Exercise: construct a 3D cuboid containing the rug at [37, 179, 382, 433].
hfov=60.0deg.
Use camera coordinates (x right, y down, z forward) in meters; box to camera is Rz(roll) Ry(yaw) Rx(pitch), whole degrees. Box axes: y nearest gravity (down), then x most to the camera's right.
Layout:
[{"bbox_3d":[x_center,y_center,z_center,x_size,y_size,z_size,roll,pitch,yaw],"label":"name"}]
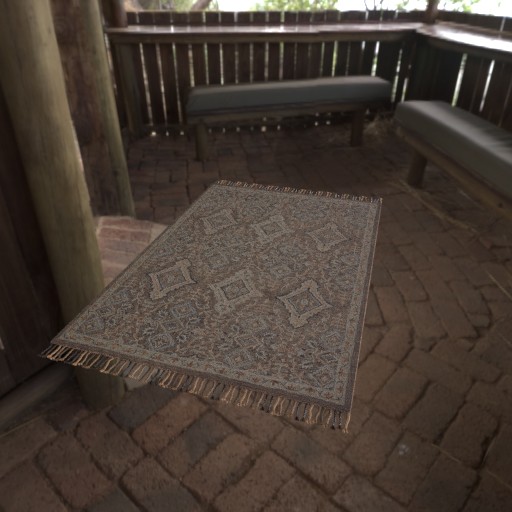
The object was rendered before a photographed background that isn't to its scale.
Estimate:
[{"bbox_3d":[0.000,0.000,2.979,1.516,0.010,2.434,9,32,14],"label":"rug"}]
